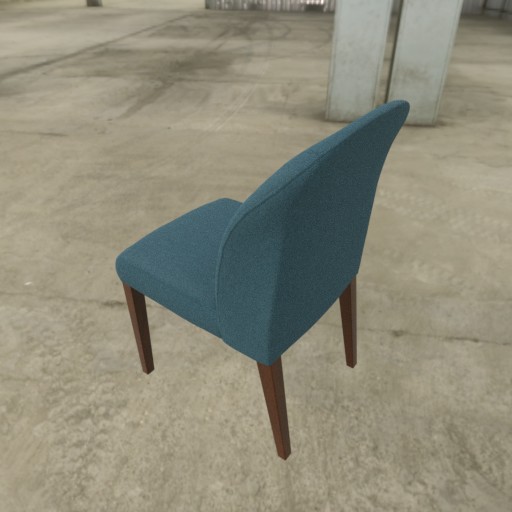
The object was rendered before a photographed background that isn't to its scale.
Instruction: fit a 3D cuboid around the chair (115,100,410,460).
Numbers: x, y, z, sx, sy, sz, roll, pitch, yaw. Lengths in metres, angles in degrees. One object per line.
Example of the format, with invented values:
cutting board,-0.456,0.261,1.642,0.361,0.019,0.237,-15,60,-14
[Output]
chair,0.000,0.000,1.201,0.620,0.879,0.507,21,38,30
